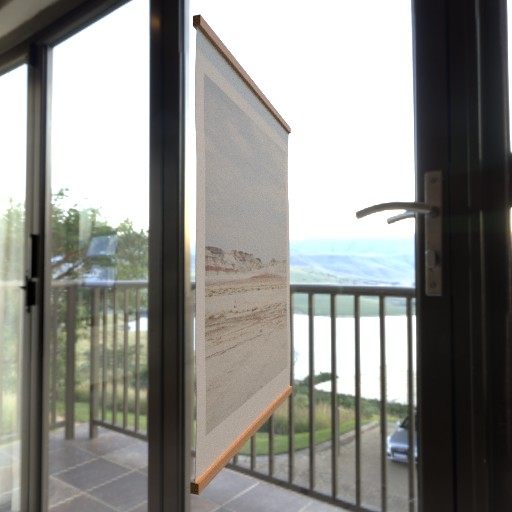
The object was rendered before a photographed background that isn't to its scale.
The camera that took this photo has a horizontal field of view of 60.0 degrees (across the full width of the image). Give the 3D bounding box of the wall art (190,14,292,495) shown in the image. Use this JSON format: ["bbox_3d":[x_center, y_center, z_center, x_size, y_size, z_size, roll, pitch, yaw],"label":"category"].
[{"bbox_3d":[0.000,0.000,0.660,0.010,0.507,0.404,-1,-2,18],"label":"wall art"}]
